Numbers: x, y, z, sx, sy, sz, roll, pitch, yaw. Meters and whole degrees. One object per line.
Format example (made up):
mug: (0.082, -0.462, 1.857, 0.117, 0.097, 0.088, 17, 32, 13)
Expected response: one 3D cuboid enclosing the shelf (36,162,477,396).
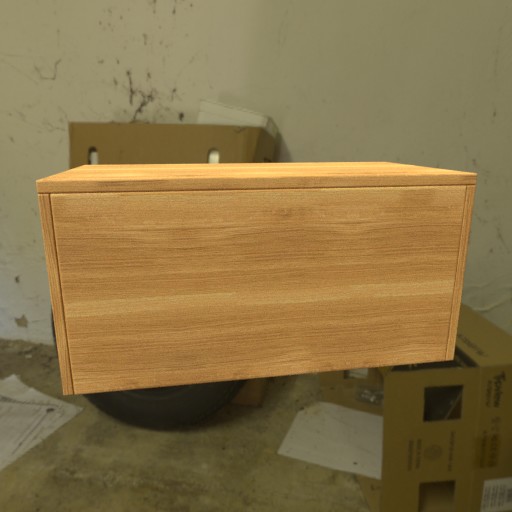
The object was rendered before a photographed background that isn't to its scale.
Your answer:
shelf: (0.000, 0.000, 1.032, 0.800, 0.400, 0.400, -3, 15, -9)
